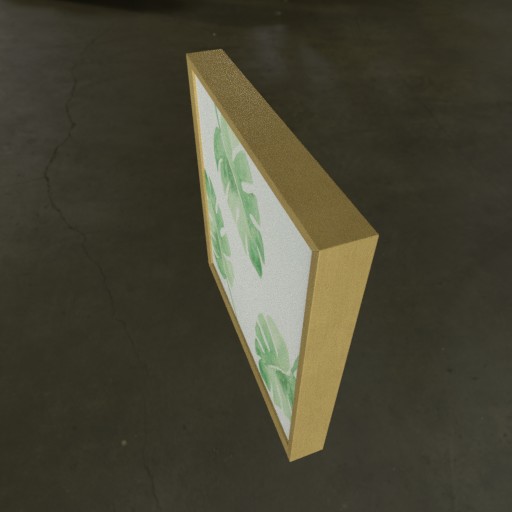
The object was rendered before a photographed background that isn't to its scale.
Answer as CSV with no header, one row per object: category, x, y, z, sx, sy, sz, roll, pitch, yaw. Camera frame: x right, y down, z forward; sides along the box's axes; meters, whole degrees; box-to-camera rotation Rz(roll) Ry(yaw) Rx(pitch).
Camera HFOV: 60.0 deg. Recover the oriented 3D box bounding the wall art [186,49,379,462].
wall art,0.000,0.000,0.458,0.038,0.305,0.305,-15,47,-14
